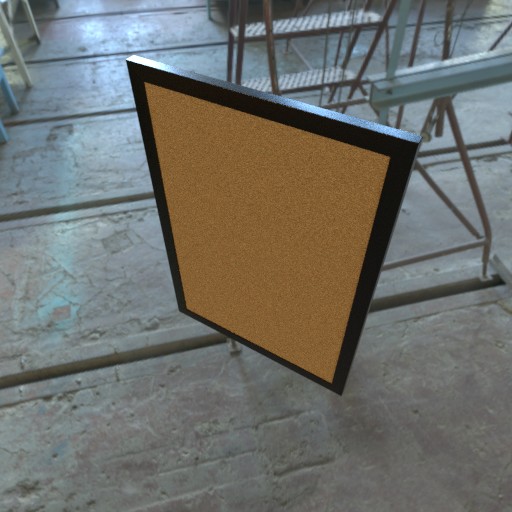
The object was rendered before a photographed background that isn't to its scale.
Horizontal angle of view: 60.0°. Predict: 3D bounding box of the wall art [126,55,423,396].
[{"bbox_3d":[0.000,0.000,0.852,0.462,0.656,0.019,23,51,21],"label":"wall art"}]
